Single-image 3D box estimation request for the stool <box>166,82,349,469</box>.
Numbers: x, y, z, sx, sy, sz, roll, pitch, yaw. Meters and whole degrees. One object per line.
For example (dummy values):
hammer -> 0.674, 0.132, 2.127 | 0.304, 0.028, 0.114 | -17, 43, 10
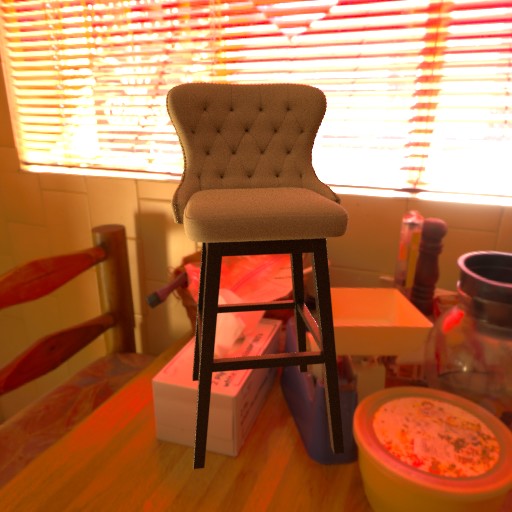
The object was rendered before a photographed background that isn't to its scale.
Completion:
stool -> 0.000, 0.000, 1.417 | 0.528, 1.066, 0.605 | -3, 18, -8
